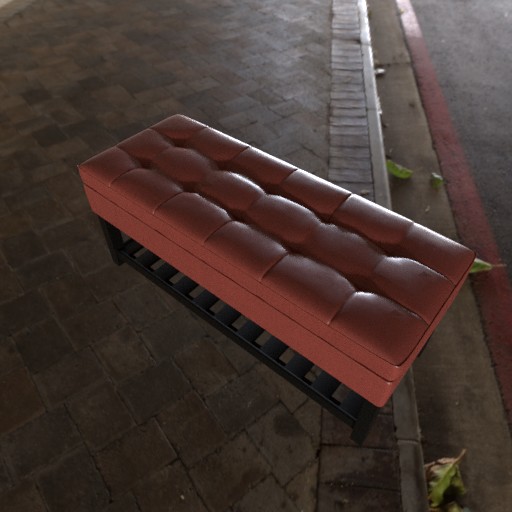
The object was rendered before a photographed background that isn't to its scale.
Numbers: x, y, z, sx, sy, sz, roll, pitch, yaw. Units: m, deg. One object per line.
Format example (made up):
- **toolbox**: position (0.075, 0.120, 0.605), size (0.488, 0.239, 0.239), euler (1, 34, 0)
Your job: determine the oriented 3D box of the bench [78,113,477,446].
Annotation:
- **bench**: position (0.000, 0.000, 1.386), size (1.105, 0.460, 0.432), euler (31, 54, 26)
